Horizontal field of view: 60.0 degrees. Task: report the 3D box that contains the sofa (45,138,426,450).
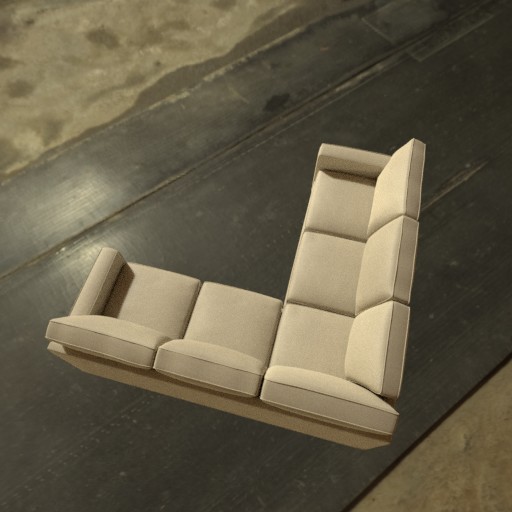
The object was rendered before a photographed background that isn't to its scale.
[{"bbox_3d":[0.000,0.000,3.354,2.189,0.939,2.182,13,64,7],"label":"sofa"}]
